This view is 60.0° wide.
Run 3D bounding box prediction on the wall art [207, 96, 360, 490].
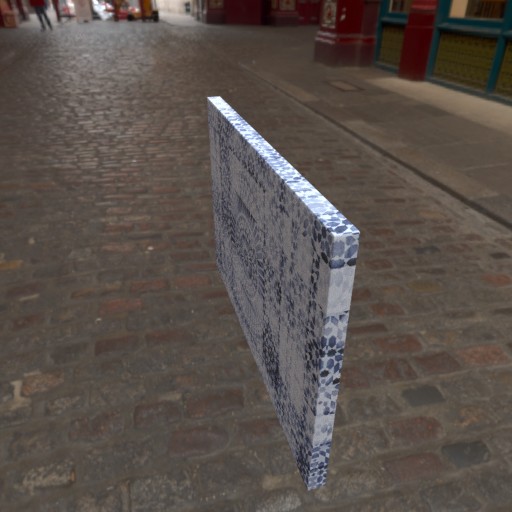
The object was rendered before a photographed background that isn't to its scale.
[{"bbox_3d":[0.000,0.000,0.762,0.030,0.406,0.608,-9,33,-14],"label":"wall art"}]
